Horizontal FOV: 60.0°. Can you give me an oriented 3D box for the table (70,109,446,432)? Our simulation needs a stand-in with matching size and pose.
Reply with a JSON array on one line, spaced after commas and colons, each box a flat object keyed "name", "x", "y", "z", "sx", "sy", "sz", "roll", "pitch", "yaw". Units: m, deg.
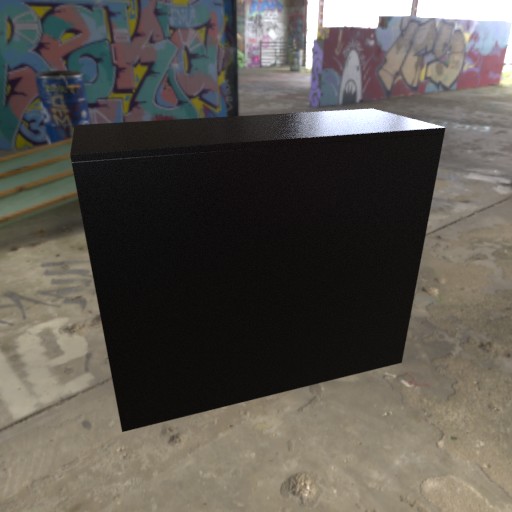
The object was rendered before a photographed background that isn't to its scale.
[{"name": "table", "x": 0.000, "y": 0.000, "z": 1.376, "sx": 0.930, "sy": 0.790, "sz": 0.380, "roll": -9, "pitch": 28, "yaw": -17}]
